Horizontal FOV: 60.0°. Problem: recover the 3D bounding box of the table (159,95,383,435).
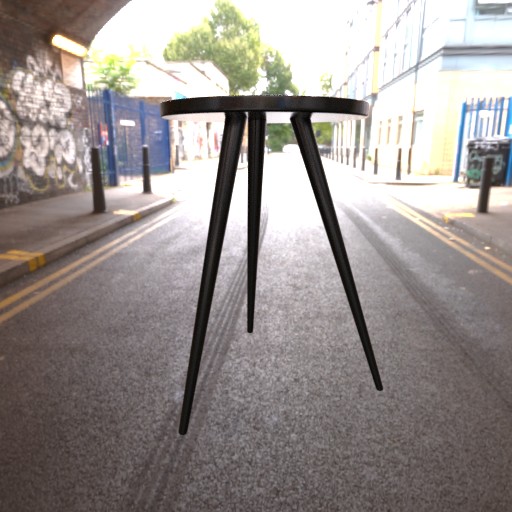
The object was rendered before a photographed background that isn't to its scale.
[{"bbox_3d":[0.000,0.000,0.847,0.403,0.548,0.415,13,19,42],"label":"table"}]
